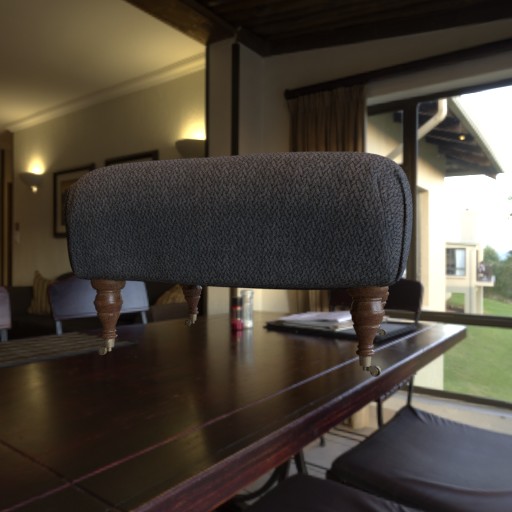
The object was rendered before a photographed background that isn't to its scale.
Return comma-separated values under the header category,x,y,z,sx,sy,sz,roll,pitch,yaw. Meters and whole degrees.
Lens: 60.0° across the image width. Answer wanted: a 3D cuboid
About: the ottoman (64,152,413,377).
category,x,y,z,sx,sy,sz,roll,pitch,yaw
ottoman,0.000,0.000,1.136,0.747,0.450,0.622,0,0,18
